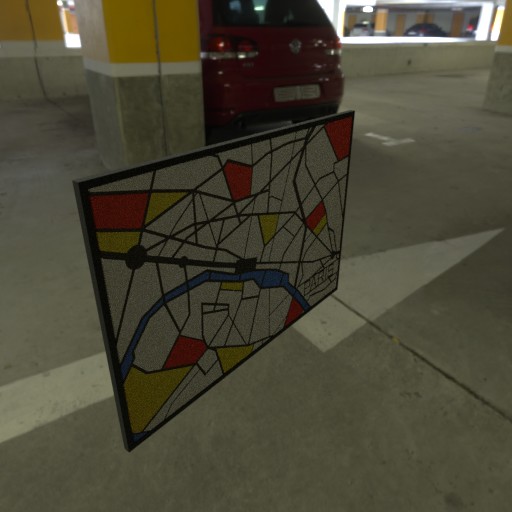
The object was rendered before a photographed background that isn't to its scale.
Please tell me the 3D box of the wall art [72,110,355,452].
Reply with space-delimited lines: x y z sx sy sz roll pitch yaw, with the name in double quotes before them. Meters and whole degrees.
"wall art" 0.000 0.000 0.852 0.013 0.458 0.664 21 34 35
